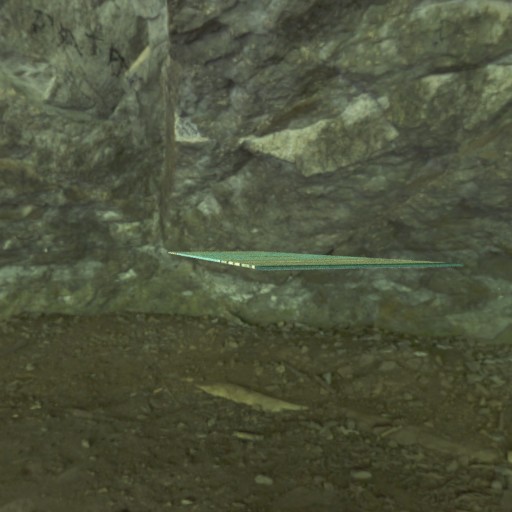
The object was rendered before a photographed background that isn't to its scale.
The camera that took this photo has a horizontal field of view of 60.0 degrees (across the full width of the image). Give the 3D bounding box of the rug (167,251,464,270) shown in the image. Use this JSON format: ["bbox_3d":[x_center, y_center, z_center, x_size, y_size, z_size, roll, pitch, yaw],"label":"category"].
[{"bbox_3d":[0.000,0.000,2.600,0.744,0.010,2.441,-1,2,-18],"label":"rug"}]
